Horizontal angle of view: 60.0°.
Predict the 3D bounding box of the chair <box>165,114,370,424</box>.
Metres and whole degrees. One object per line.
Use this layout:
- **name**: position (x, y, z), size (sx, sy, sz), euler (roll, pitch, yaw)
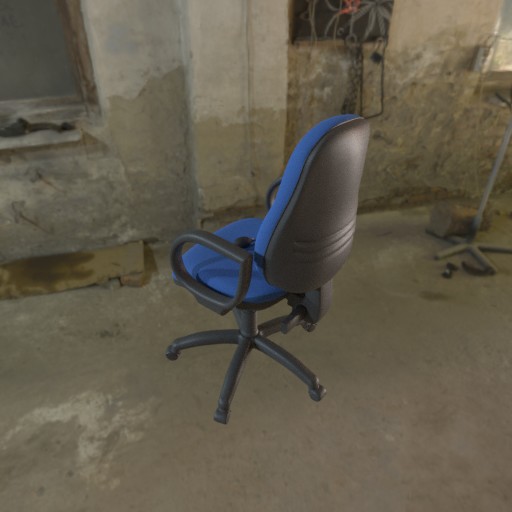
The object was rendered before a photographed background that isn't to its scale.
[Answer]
- **chair**: position (0.000, 0.000, 1.296), size (0.549, 0.905, 0.552), euler (24, 41, 30)
